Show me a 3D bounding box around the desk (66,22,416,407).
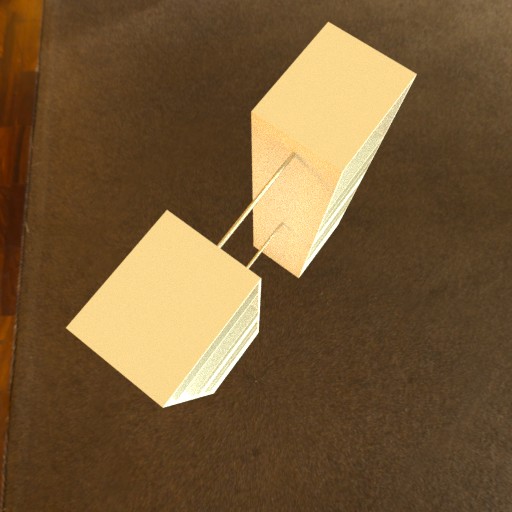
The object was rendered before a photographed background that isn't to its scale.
[{"bbox_3d":[0.000,0.000,2.798,0.480,2.000,1.770,36,77,9],"label":"desk"}]
